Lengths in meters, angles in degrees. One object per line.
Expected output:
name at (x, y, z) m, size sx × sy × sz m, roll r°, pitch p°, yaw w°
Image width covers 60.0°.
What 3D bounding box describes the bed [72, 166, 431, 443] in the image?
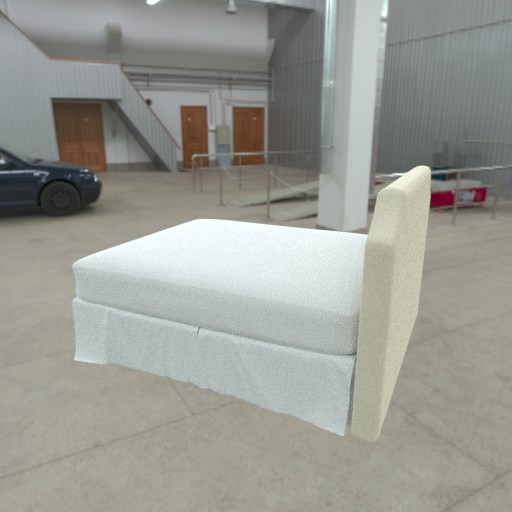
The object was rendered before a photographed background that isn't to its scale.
bed at (0.000, 0.000, 3.292) m, size 2.209 × 1.296 × 1.827 m, roll 8°, pitch 18°, yaw 24°
